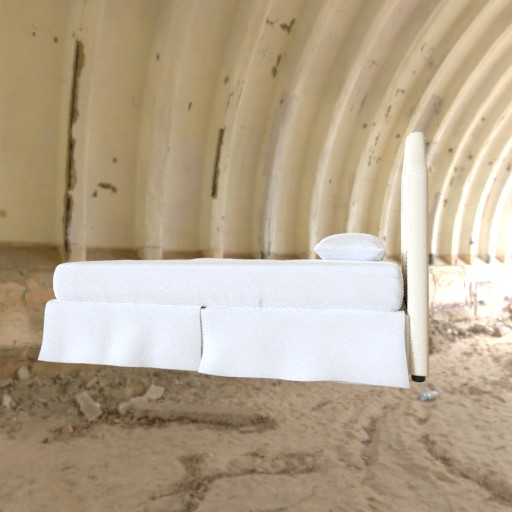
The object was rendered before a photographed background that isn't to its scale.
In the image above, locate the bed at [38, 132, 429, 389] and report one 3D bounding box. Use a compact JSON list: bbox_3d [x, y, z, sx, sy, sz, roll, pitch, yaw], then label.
[{"bbox_3d":[0.000,0.000,4.021,2.773,1.590,2.350,0,-1,17],"label":"bed"}]
